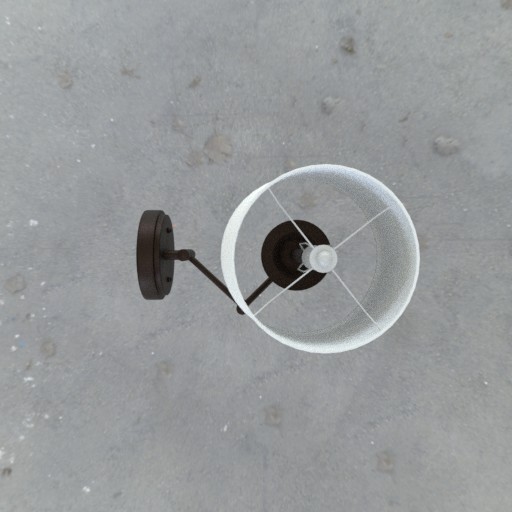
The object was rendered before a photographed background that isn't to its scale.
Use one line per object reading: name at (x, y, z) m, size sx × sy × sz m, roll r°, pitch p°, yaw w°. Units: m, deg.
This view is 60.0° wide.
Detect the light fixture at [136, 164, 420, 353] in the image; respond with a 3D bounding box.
light fixture at (0.000, 0.000, 0.270) m, size 0.157 × 0.172 × 0.100 m, roll 0°, pitch 91°, yaw -1°
